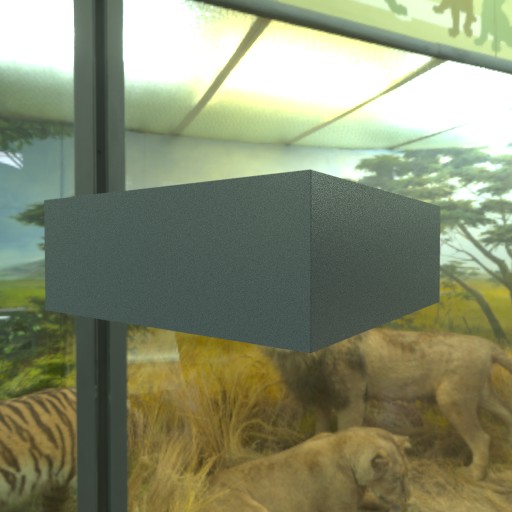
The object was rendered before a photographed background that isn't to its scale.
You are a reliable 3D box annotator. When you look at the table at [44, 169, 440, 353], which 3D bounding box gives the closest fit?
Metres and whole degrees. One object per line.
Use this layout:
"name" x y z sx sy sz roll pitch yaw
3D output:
"table" 0.000 0.000 1.262 0.801 0.299 0.801 1 2 36
